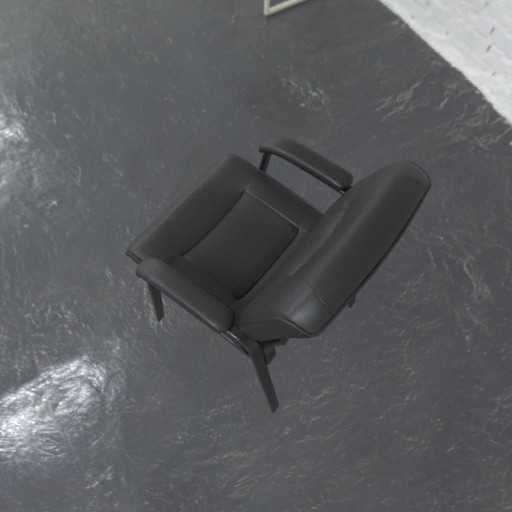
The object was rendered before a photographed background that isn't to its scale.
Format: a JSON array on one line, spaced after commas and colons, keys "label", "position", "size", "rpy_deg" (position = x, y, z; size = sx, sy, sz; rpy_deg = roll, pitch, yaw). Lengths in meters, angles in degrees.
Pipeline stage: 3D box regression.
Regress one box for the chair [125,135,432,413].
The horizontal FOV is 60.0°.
[{"label": "chair", "position": [0.000, 0.000, 1.335], "size": [0.668, 0.910, 0.591], "rpy_deg": [35, 68, 16]}]
